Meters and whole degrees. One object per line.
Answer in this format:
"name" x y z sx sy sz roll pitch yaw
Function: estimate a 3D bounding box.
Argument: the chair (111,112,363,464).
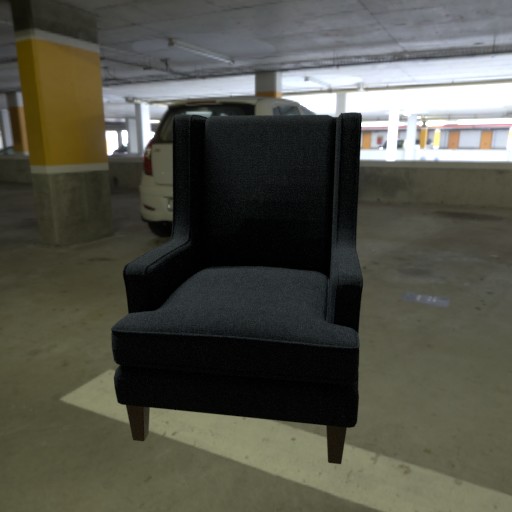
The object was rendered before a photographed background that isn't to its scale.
"chair" 0.000 0.000 1.691 0.764 1.072 0.947 2 14 9
